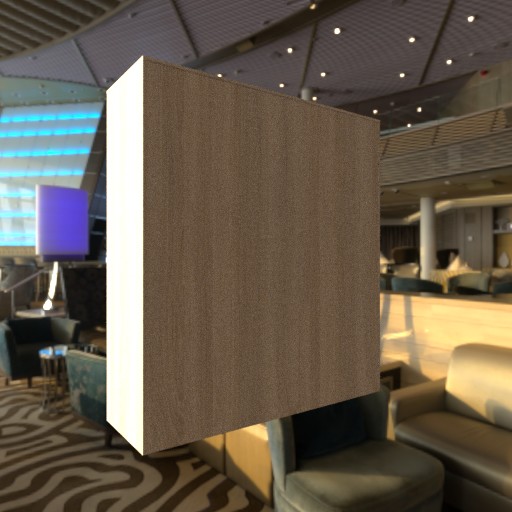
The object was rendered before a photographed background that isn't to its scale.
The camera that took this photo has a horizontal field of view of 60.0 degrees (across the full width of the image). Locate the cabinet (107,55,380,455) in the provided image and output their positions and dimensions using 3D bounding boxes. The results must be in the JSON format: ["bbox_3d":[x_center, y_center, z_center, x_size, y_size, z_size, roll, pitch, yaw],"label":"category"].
[{"bbox_3d":[0.000,0.000,3.072,1.870,2.060,0.620,0,0,-36],"label":"cabinet"}]
